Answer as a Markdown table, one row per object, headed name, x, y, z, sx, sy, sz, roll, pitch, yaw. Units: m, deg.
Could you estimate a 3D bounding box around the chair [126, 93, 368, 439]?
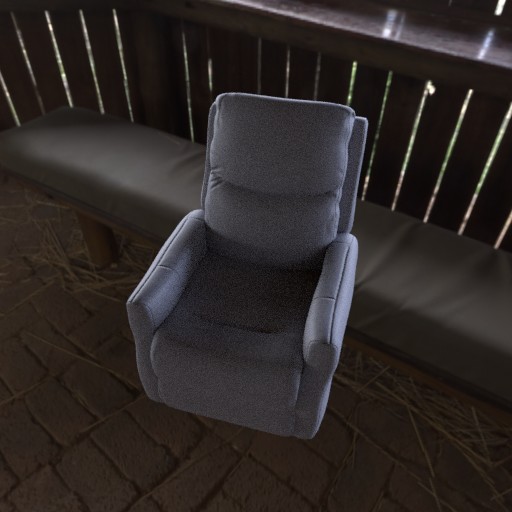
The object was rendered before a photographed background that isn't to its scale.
| name | x | y | z | sx | sy | sz | roll | pitch | yaw |
| --- | --- | --- | --- | --- | --- | --- | --- | --- | --- |
| chair | 0.000 | 0.000 | 1.847 | 0.829 | 1.030 | 1.080 | 10 | 43 | 11 |
